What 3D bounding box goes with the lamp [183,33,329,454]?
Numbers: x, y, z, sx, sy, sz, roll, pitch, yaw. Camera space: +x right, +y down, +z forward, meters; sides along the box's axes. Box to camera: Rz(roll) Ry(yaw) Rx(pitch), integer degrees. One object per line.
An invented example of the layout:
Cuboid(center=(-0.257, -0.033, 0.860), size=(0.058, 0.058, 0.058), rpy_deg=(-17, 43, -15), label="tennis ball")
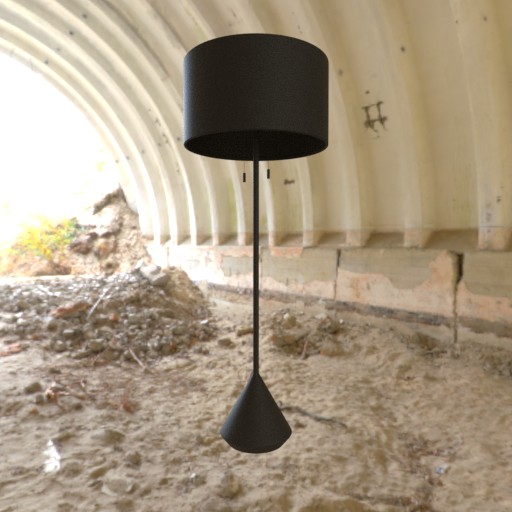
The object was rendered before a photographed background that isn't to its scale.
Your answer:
Cuboid(center=(0.000, 0.000, 1.808), size=(0.580, 1.526, 0.580), rpy_deg=(0, 2, 18), label="lamp")
